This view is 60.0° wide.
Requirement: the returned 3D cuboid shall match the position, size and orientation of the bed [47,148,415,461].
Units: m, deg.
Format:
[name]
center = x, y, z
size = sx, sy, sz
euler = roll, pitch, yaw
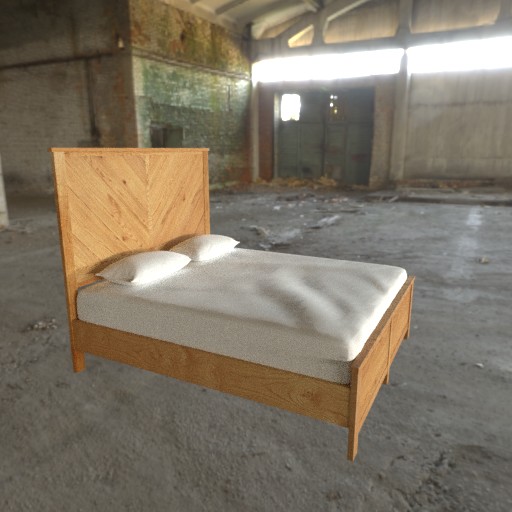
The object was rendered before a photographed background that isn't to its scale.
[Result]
[bed]
center = 0.000, 0.000, 3.557
size = 2.201, 1.686, 1.936
euler = 7, 15, 27
